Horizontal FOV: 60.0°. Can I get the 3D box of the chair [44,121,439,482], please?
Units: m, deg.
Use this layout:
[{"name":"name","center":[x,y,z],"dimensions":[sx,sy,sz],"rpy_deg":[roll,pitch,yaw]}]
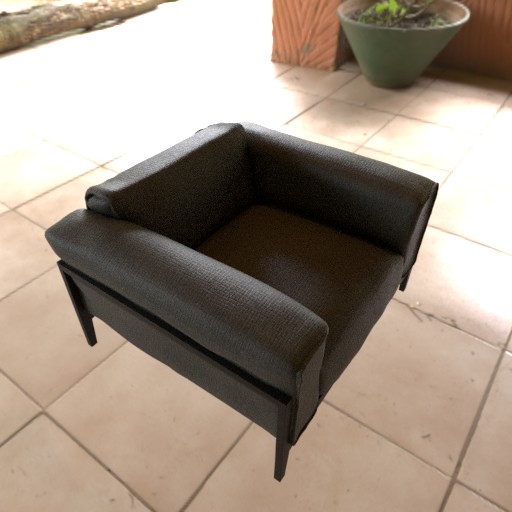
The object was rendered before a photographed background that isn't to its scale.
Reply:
[{"name":"chair","center":[0.000,0.000,1.662],"dimensions":[0.969,0.646,1.056],"rpy_deg":[25,46,26]}]
